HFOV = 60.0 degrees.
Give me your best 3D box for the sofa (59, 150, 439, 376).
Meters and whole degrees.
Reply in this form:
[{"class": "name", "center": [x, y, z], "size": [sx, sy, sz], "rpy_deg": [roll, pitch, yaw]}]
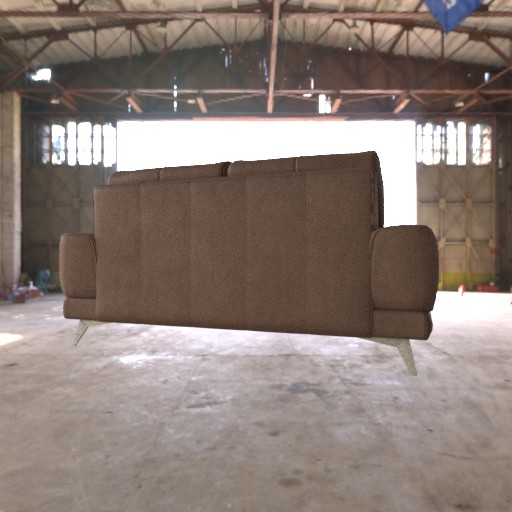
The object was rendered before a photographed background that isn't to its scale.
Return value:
[{"class": "sofa", "center": [0.000, 0.000, 2.392], "size": [1.806, 0.907, 1.018], "rpy_deg": [0, 0, 20]}]
